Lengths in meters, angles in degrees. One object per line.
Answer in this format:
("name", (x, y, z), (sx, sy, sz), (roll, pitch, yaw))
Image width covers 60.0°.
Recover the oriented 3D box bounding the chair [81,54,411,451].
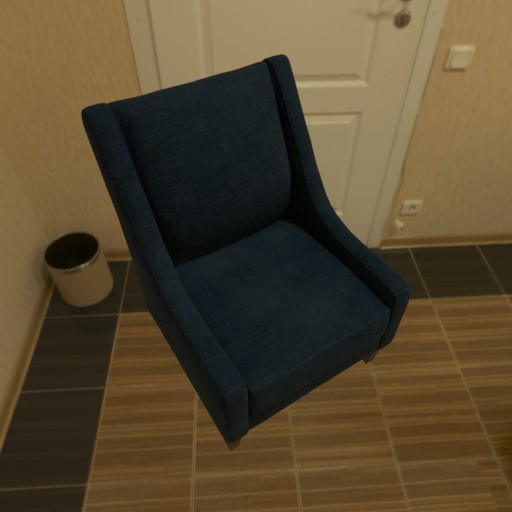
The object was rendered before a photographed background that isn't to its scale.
("chair", (0.000, 0.000, 1.603), (0.774, 1.014, 0.870), (-25, 51, -22))
